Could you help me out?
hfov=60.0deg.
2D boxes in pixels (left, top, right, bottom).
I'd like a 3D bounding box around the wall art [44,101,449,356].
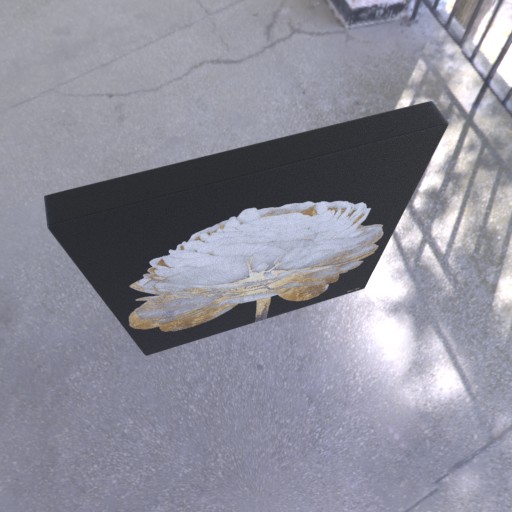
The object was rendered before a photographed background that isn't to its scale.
[{"bbox_3d":[0.000,0.000,0.611,0.406,0.407,0.041,-16,62,-9],"label":"wall art"}]
